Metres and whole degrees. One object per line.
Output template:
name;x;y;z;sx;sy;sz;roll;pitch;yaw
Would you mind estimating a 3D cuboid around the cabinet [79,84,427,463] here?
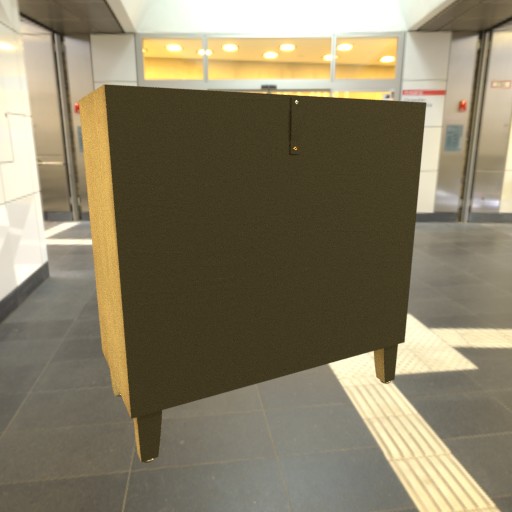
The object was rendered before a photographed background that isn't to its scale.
cabinet;0.000;0.000;1.192;0.781;0.787;0.370;-8;16;-27
